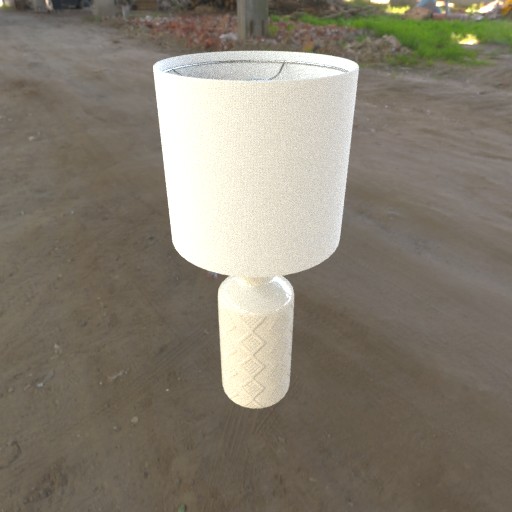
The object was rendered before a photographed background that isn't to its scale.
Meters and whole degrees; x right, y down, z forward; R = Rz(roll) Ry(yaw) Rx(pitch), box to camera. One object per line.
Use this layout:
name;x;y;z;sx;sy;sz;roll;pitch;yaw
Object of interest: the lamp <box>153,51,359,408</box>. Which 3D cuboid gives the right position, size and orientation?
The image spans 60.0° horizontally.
lamp;0.000;0.000;0.572;0.207;0.461;0.207;11;33;17
